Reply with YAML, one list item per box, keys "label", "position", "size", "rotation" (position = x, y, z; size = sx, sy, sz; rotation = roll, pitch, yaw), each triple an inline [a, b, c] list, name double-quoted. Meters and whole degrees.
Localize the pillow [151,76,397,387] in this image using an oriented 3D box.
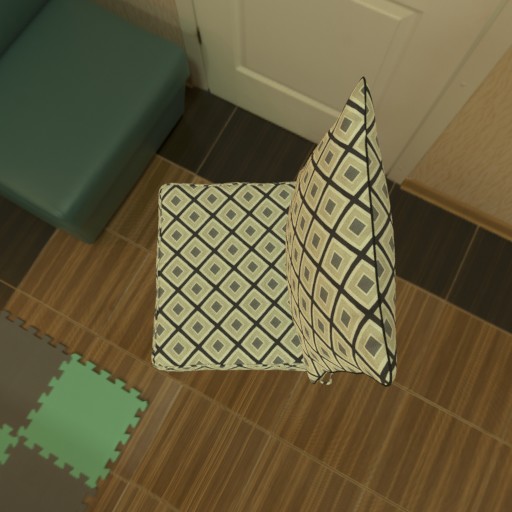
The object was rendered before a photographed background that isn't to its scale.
- label: "pillow"
  position: [0.000, 0.000, 1.378]
  size: [0.733, 0.722, 0.798]
  rotation: [-1, 76, 0]
